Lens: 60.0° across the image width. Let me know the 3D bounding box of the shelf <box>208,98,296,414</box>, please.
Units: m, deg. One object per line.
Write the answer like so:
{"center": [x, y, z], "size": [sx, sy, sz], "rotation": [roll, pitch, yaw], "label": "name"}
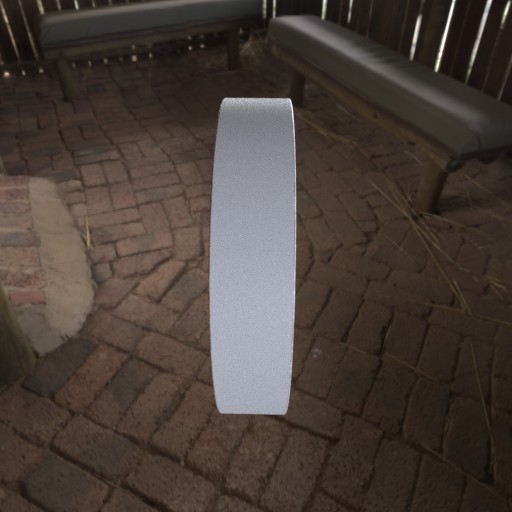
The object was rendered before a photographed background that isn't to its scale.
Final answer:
{"center": [0.000, 0.000, 1.202], "size": [0.158, 0.807, 0.806], "rotation": [1, 40, 1], "label": "shelf"}
